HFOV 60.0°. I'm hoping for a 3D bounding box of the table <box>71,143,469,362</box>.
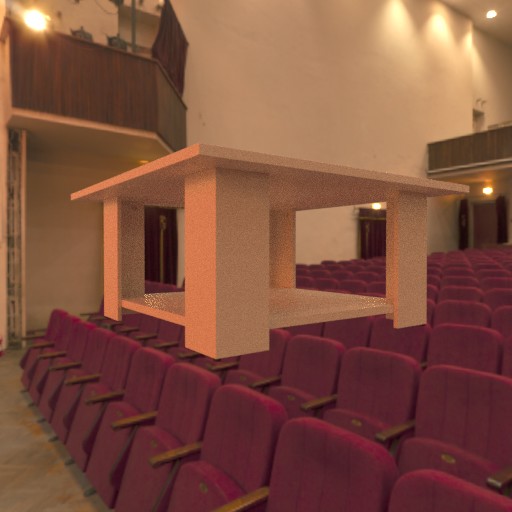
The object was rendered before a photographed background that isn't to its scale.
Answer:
[{"bbox_3d":[0.000,0.000,1.048,0.670,0.305,0.670,-1,1,-36],"label":"table"}]
